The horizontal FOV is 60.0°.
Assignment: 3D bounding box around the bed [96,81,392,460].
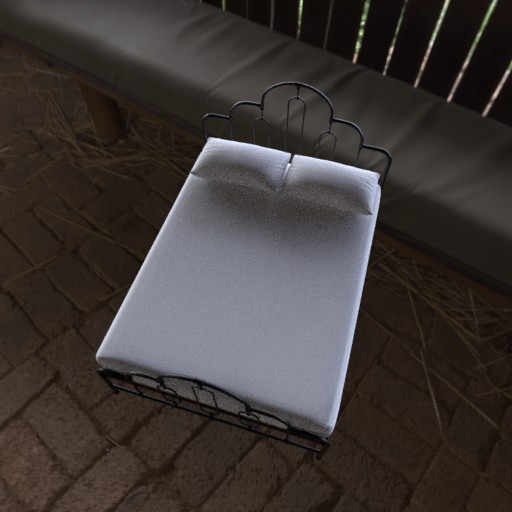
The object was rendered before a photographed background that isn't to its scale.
[{"bbox_3d":[0.000,0.000,3.255,1.626,1.444,2.181,14,58,9],"label":"bed"}]
